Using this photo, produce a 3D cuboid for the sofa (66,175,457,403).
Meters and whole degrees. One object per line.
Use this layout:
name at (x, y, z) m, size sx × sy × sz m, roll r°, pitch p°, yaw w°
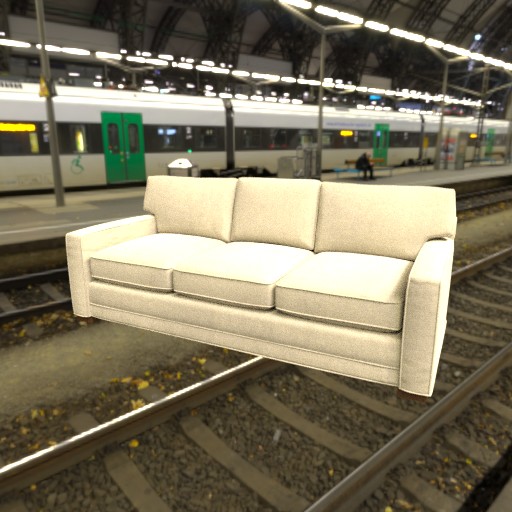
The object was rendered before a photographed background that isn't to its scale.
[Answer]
sofa at (0.000, 0.000, 2.605) m, size 2.093 × 0.862 × 0.936 m, roll 7°, pitch 16°, yaw 25°
